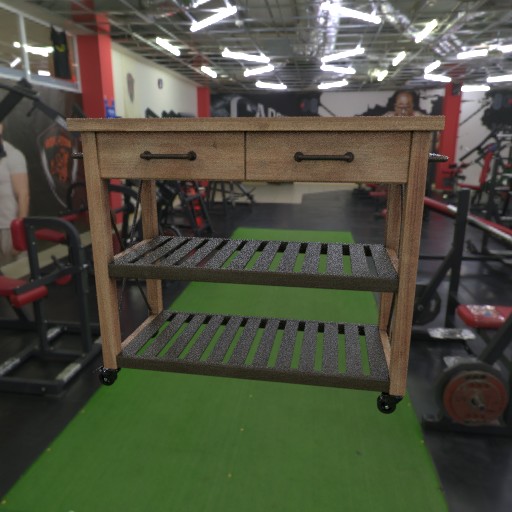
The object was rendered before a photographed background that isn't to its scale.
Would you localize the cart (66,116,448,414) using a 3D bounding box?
[{"bbox_3d":[0.000,0.000,0.944,0.686,0.554,0.298,3,15,10],"label":"cart"}]
